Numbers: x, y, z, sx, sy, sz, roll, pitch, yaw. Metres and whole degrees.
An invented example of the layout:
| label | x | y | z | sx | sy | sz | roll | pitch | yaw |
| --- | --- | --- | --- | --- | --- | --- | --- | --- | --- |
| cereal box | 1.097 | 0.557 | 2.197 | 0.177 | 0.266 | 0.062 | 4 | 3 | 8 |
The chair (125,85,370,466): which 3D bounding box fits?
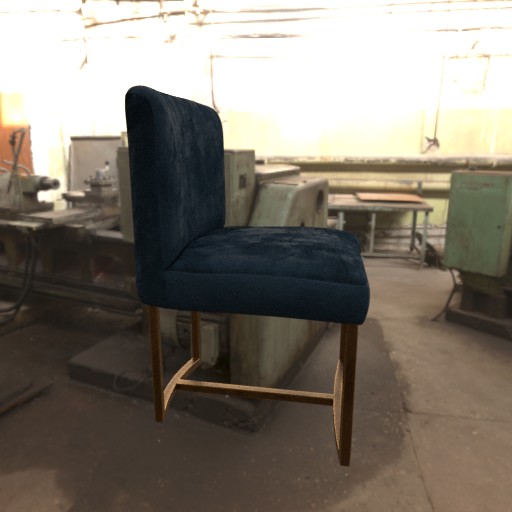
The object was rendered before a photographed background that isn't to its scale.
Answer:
| label | x | y | z | sx | sy | sz | roll | pitch | yaw |
| --- | --- | --- | --- | --- | --- | --- | --- | --- | --- |
| chair | 0.000 | 0.000 | 1.169 | 0.560 | 0.824 | 0.530 | 3 | 14 | 10 |
